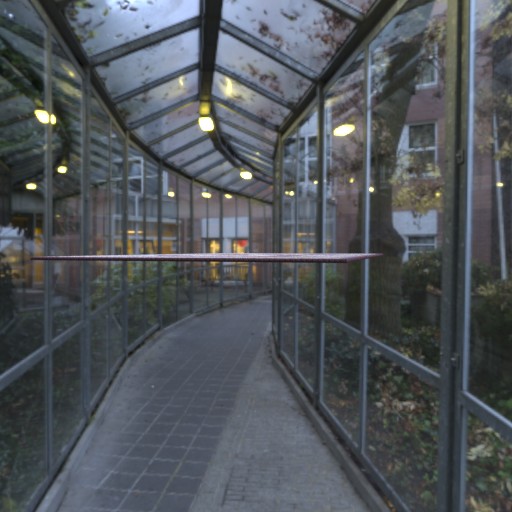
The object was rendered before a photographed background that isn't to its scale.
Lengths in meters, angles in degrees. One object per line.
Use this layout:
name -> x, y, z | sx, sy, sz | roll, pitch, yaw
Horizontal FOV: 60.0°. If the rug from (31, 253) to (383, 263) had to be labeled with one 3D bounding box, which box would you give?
rug -> 0.000, 0.000, 5.957 | 3.033, 0.033, 4.578 | 0, 1, 19
